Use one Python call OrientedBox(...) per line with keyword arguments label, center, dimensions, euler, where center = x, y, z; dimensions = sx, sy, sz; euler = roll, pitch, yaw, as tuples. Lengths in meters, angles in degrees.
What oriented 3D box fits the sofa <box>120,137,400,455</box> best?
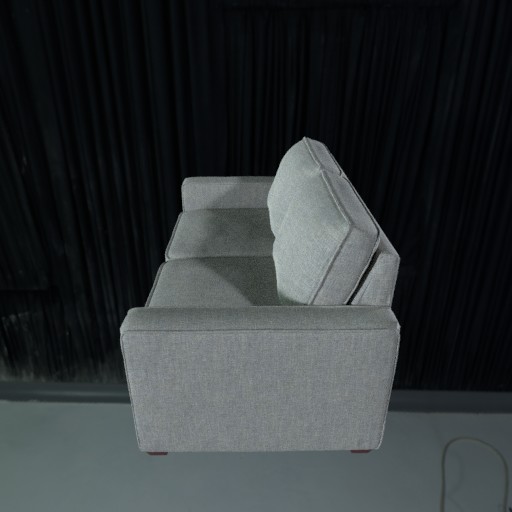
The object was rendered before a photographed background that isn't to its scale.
OrientedBox(label="sofa", center=(0.000, 0.000, 2.237), dimensions=(0.945, 0.915, 1.706), euler=(0, 27, -1))
